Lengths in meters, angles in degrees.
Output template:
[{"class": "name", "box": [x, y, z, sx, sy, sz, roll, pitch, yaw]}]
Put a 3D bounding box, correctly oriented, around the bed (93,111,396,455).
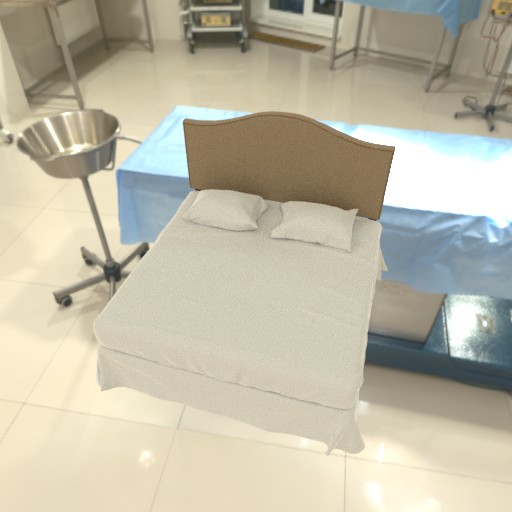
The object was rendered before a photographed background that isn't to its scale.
[{"class": "bed", "box": [0.000, 0.000, 3.702, 2.311, 1.651, 2.222, 11, 42, 12]}]
